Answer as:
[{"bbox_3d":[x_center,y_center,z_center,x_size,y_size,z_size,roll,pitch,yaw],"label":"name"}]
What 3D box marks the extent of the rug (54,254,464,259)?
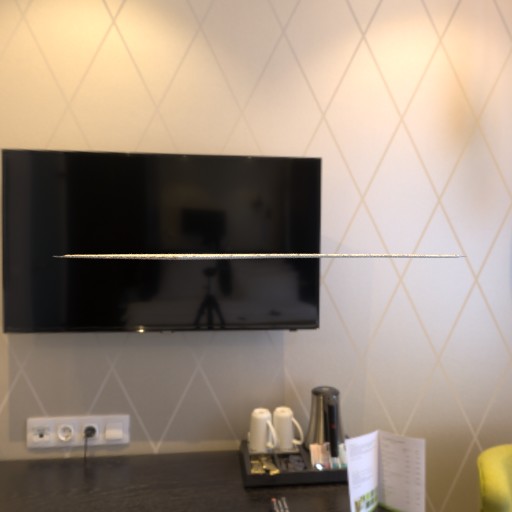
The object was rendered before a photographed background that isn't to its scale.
[{"bbox_3d":[0.000,0.000,4.895,3.585,0.036,2.892,0,0,-36],"label":"rug"}]
